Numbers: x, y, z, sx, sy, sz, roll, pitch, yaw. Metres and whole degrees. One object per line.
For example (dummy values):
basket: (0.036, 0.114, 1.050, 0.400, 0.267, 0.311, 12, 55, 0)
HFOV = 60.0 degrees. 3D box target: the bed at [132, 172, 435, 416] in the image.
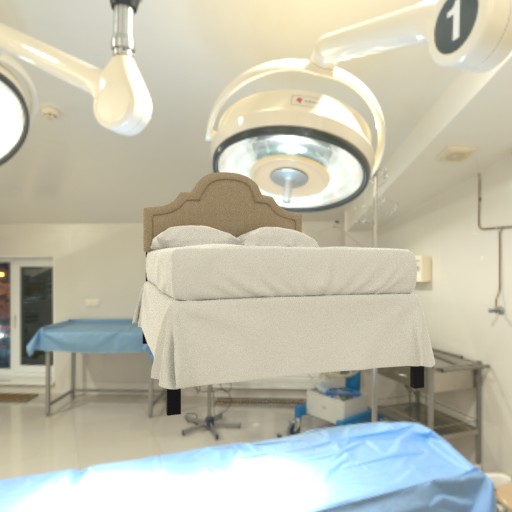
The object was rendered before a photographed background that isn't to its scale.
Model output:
bed: (0.000, 0.000, 3.456, 1.780, 1.634, 2.222, 0, 0, -18)
